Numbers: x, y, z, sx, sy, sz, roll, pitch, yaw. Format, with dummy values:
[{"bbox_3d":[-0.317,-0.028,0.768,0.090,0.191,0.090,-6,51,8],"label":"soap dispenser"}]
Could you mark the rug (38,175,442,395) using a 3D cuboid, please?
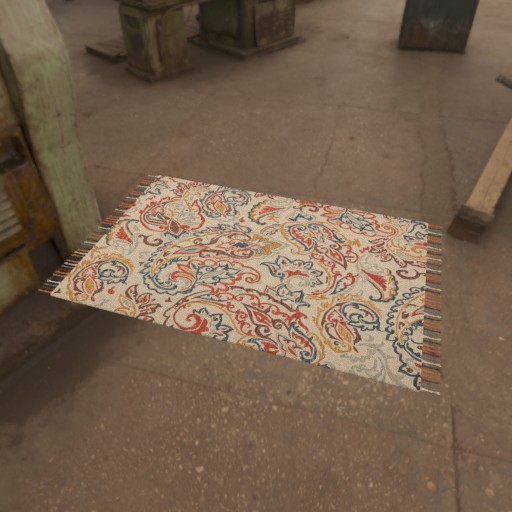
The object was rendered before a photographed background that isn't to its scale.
[{"bbox_3d":[0.000,0.000,2.494,1.997,0.010,1.218,12,43,13],"label":"rug"}]
